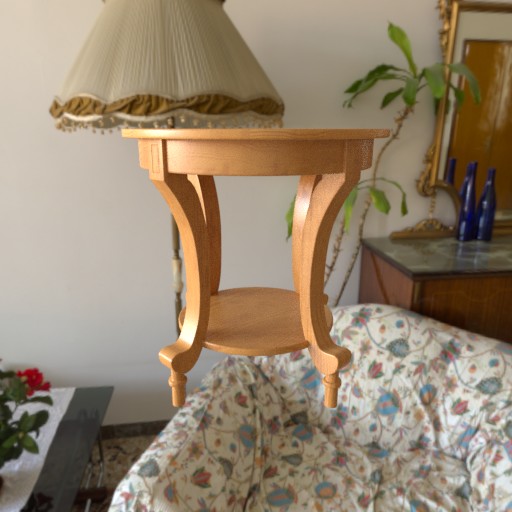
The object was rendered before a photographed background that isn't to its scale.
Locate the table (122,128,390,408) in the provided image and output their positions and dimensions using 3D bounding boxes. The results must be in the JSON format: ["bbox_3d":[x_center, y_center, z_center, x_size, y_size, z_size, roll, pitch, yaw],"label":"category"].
[{"bbox_3d":[0.000,0.000,1.109,0.597,0.612,0.597,0,16,0],"label":"table"}]
